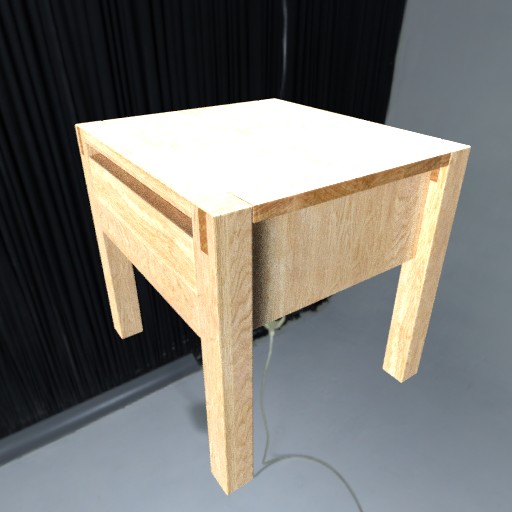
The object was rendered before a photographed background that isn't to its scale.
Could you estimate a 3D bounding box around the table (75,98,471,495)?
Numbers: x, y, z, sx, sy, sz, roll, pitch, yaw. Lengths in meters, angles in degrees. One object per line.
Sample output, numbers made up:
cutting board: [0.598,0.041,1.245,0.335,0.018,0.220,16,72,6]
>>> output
table: [0.000,0.000,0.824,0.440,0.450,0.480,-19,34,-30]
